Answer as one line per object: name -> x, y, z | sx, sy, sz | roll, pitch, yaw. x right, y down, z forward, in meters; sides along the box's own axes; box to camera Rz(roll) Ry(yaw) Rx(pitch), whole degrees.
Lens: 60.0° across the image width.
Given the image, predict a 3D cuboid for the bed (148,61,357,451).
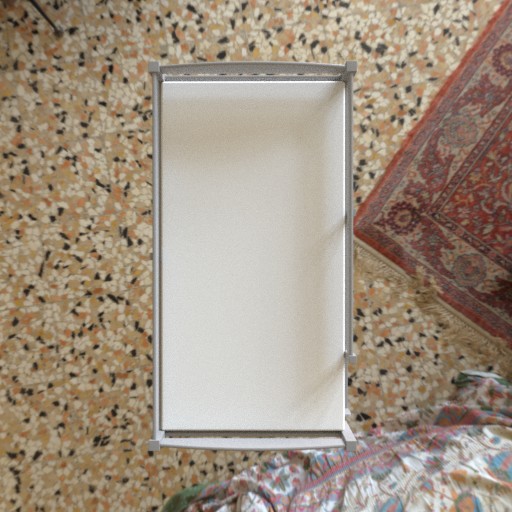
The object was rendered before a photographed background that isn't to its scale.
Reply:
bed -> 0.000, 0.000, 2.840 | 1.105, 1.206, 2.013 | 0, 90, 0
